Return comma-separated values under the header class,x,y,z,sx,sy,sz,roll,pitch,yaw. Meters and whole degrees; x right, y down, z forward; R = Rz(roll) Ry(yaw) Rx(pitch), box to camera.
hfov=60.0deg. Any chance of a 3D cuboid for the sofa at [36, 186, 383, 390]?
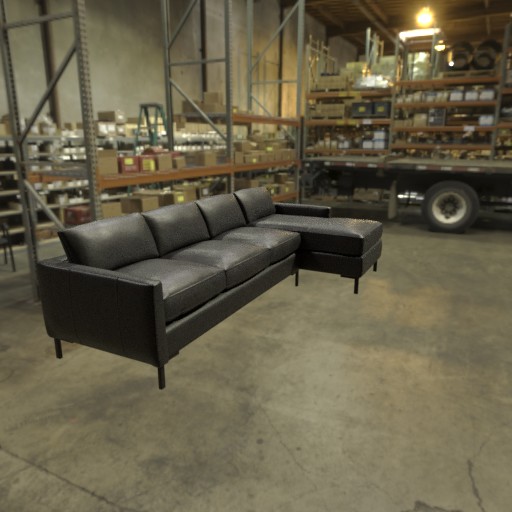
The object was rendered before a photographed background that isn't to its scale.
class,x,y,z,sx,sy,sz,roll,pitch,yaw
sofa,0.000,0.000,3.662,1.471,0.859,2.993,8,17,26
